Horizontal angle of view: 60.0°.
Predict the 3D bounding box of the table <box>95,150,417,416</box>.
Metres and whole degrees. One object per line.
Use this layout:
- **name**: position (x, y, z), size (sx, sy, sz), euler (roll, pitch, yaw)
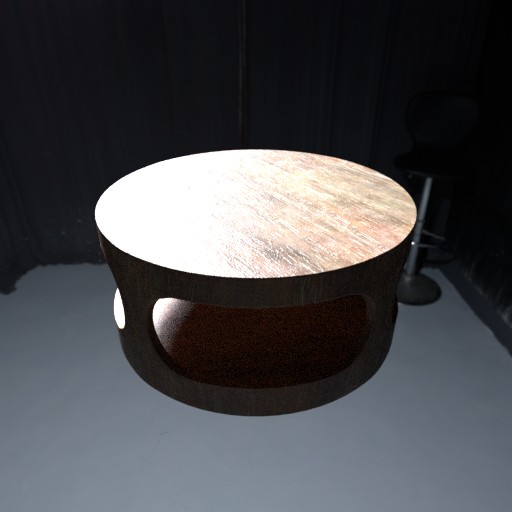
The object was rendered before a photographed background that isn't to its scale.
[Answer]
- **table**: position (0.000, 0.000, 1.518), size (0.974, 0.450, 0.974), euler (0, 30, 0)
